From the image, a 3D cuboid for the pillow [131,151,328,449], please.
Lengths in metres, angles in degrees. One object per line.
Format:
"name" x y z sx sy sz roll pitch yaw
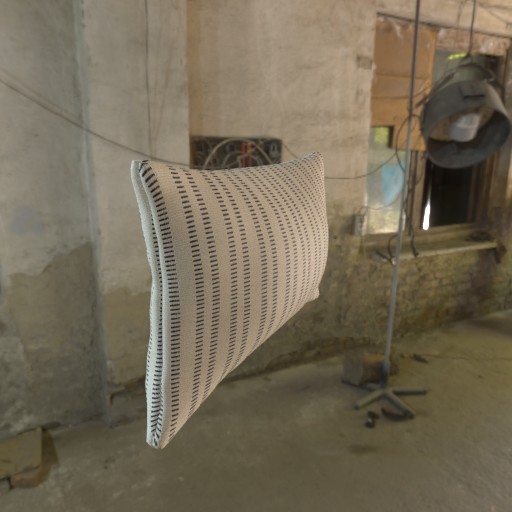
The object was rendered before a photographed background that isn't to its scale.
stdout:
"pillow" 0.000 0.000 0.785 0.210 0.353 0.640 7 16 25
